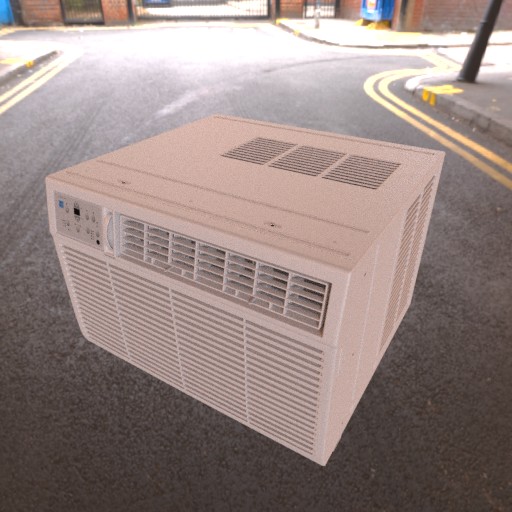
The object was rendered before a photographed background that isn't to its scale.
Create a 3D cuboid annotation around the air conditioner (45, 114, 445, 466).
[{"bbox_3d":[0.000,0.000,1.053,0.645,0.455,0.599,18,36,27],"label":"air conditioner"}]
